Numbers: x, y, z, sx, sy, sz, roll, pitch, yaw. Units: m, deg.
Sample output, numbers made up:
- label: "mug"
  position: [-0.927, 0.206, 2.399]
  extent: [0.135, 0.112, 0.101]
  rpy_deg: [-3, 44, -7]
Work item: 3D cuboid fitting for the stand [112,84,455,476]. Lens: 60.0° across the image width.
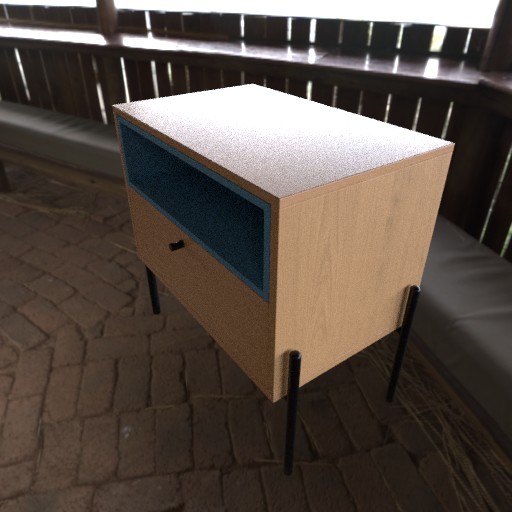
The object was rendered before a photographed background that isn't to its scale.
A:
- label: "stand"
  position: [0.000, 0.000, 1.004]
  extent: [0.400, 0.600, 0.630]
  rpy_deg: [-21, 38, -30]
